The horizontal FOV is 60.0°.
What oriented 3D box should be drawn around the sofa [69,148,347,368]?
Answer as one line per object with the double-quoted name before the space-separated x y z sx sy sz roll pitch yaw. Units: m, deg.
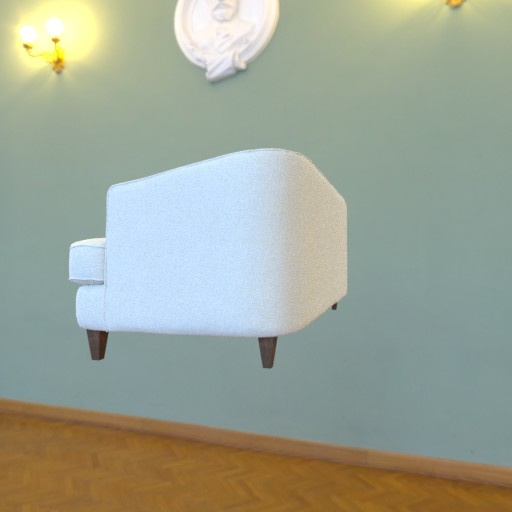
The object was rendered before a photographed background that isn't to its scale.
"sofa" 0.000 0.000 2.725 0.941 0.855 2.278 0 0 17
